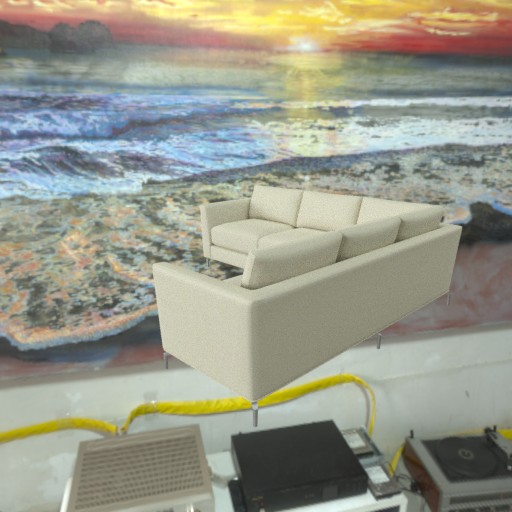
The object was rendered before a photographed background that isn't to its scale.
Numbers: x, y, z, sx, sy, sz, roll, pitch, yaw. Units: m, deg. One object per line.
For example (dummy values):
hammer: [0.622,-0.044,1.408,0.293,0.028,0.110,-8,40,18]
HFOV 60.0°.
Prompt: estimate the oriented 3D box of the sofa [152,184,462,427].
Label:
sofa: [0.000,0.000,3.732,2.448,0.867,2.430,-15,21,-43]
